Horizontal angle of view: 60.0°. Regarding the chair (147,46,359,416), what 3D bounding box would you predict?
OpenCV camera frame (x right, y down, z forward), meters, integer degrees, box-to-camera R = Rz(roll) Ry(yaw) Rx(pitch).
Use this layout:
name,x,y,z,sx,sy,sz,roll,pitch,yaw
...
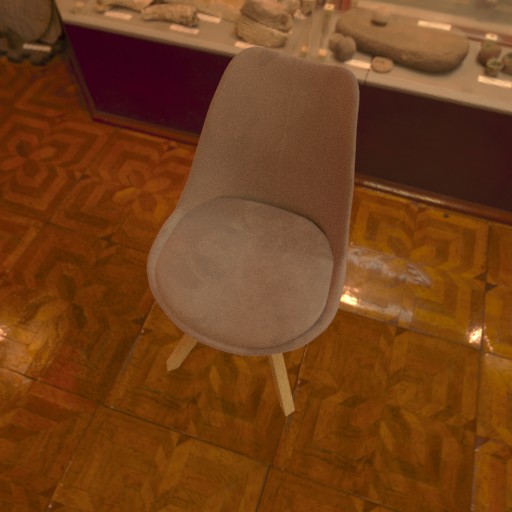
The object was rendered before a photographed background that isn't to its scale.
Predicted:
name,x,y,z,sx,sy,sz,roll,pitch,yaw
chair,0.000,0.000,1.177,0.485,0.850,0.550,18,59,11
